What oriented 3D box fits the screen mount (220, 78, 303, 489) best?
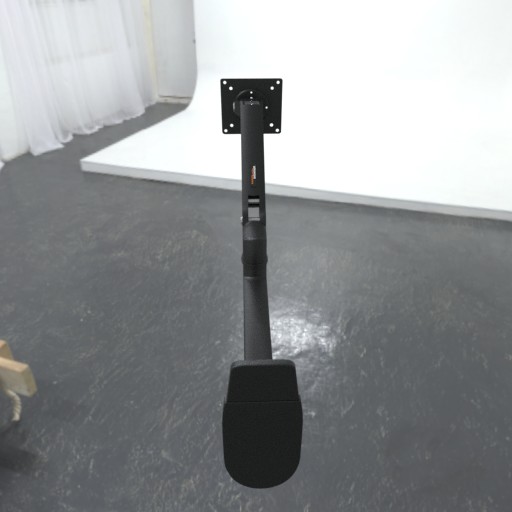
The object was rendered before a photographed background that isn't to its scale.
[{"bbox_3d":[0.000,0.000,0.717,0.115,0.466,0.495,-1,30,-2],"label":"screen mount"}]
